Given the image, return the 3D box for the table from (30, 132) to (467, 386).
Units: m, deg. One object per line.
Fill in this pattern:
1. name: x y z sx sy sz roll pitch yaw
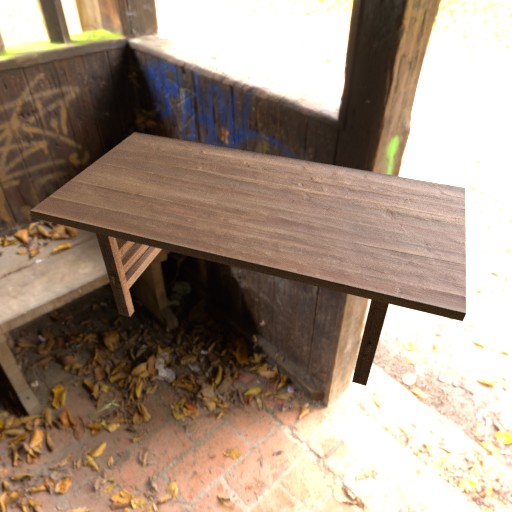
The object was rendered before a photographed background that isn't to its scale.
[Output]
1. table: 0.000 0.000 2.490 2.003 0.760 0.952 13 42 15
